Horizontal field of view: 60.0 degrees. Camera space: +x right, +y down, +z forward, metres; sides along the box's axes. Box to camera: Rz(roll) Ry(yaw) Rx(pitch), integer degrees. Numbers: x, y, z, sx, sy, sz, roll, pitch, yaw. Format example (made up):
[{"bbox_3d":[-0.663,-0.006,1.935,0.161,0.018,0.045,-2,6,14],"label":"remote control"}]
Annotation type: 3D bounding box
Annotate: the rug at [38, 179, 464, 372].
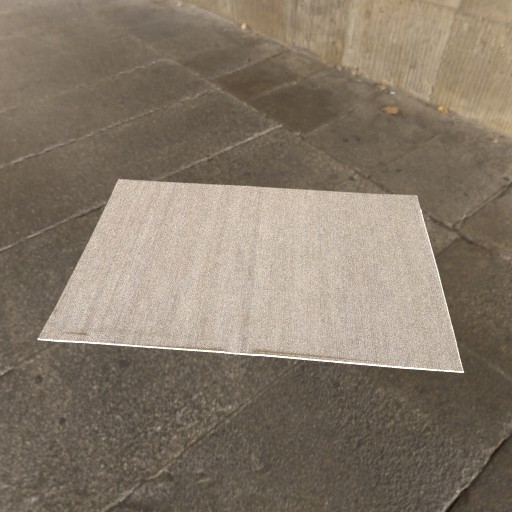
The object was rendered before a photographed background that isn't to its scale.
[{"bbox_3d":[0.000,0.000,2.277,1.820,0.022,1.179,4,46,4],"label":"rug"}]
